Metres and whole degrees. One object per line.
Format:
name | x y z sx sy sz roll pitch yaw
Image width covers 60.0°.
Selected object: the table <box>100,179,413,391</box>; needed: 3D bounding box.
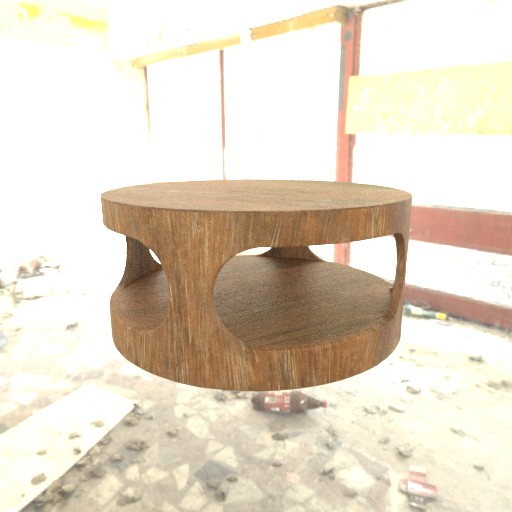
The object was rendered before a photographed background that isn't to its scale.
table | 0.000 0.000 1.517 0.974 0.450 0.974 0 14 0
